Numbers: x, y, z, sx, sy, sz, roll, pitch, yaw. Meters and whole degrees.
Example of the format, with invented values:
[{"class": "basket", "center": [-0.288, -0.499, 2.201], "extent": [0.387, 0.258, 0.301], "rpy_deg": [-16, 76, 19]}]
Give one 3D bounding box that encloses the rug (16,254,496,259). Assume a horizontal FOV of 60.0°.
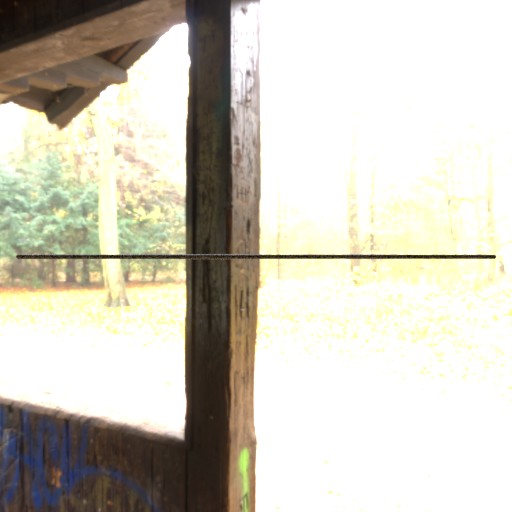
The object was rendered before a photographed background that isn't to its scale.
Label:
[{"class": "rug", "center": [0.000, 0.000, 4.004], "extent": [3.047, 0.029, 2.438], "rpy_deg": [0, 0, 0]}]
